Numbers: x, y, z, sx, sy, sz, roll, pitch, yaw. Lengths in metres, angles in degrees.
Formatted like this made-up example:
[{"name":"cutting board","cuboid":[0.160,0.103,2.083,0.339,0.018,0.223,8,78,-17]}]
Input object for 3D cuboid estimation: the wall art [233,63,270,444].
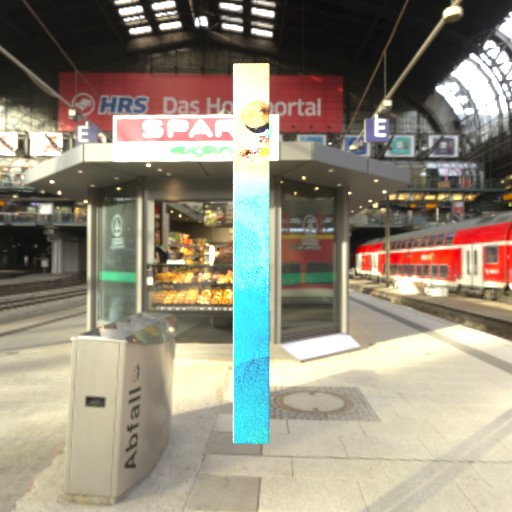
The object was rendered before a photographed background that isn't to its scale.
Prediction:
[{"name":"wall art","cuboid":[0.000,0.000,1.139,0.057,0.595,0.894,0,-1,1]}]
